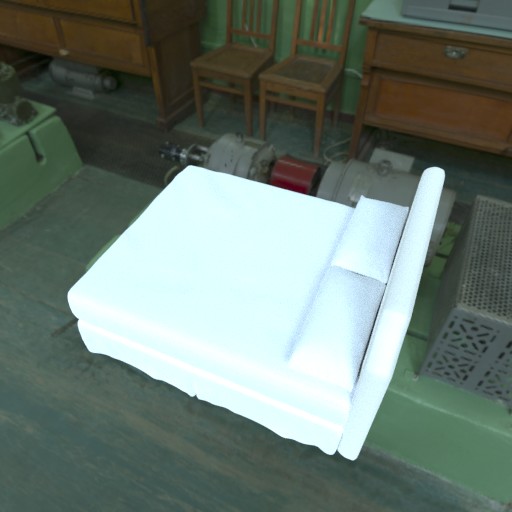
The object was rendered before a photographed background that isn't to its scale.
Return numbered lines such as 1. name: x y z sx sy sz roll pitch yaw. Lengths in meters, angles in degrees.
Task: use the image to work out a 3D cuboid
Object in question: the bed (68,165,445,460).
1. bed: 0.000 0.000 3.824 2.548 1.524 2.134 17 48 16
